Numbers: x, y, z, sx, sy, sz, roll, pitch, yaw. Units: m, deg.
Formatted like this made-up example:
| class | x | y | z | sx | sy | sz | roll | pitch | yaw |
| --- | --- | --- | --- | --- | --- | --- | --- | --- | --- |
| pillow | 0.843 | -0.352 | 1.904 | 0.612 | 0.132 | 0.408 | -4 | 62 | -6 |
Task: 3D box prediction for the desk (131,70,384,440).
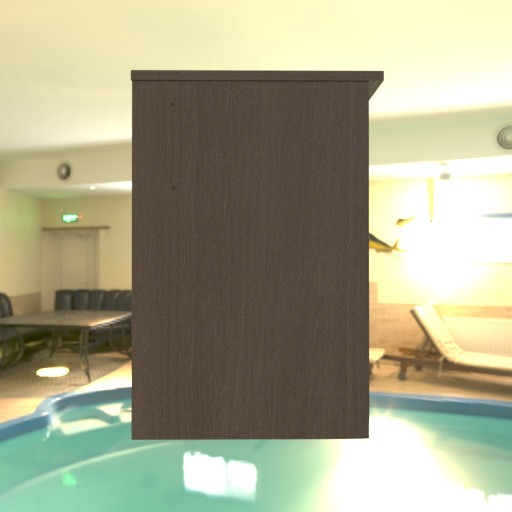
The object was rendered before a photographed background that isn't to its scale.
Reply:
| class | x | y | z | sx | sy | sz | roll | pitch | yaw |
| --- | --- | --- | --- | --- | --- | --- | --- | --- | --- |
| desk | 0.000 | 0.000 | 1.315 | 0.498 | 0.724 | 0.893 | 0 | 0 | 0 |
